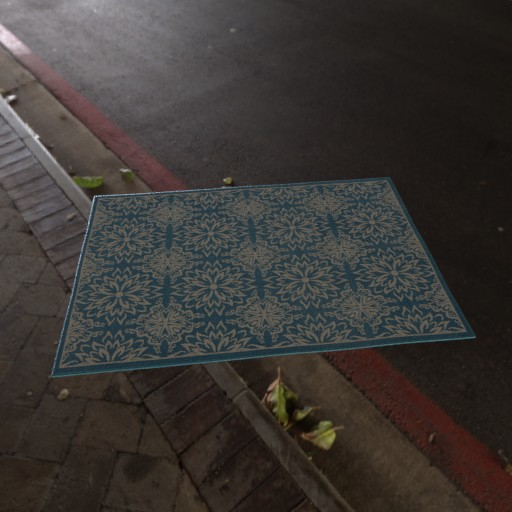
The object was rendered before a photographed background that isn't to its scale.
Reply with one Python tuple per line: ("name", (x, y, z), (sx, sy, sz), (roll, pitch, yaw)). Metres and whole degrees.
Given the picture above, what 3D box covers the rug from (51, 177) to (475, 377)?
("rug", (0.000, 0.000, 2.319), (1.833, 0.012, 1.211), (-4, 46, -4))
